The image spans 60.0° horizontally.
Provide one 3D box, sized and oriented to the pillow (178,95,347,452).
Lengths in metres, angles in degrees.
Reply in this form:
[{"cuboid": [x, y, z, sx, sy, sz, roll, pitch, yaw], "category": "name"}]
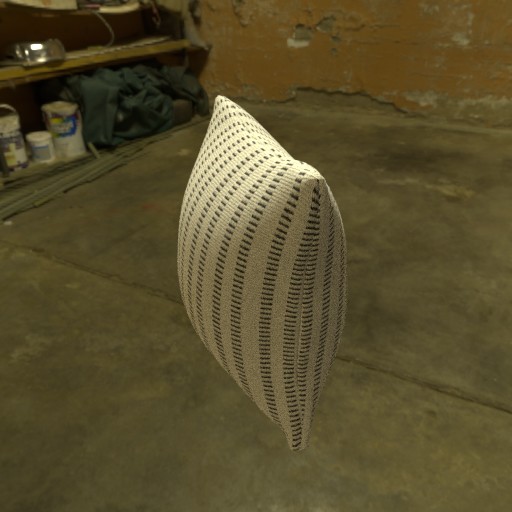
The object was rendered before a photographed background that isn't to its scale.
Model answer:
[{"cuboid": [0.000, 0.000, 0.709, 0.247, 0.419, 0.438, -9, 32, -14], "category": "pillow"}]
